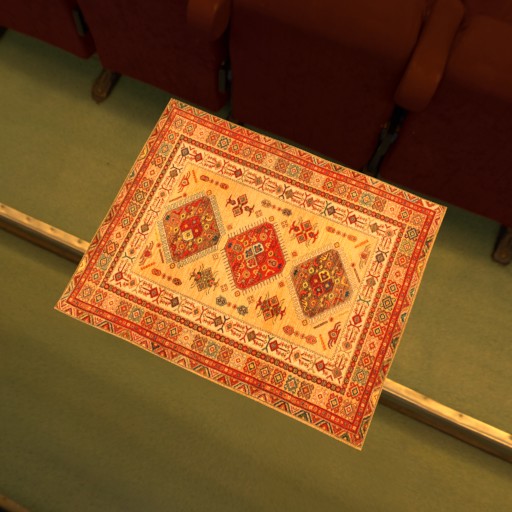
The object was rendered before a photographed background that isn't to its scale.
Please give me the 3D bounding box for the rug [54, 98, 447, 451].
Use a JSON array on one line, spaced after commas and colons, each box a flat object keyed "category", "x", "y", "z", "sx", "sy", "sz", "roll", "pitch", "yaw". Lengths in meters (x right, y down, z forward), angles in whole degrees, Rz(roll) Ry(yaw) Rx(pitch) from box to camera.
[{"category": "rug", "x": 0.000, "y": 0.000, "z": 4.271, "sx": 3.067, "sy": 0.005, "sz": 2.460, "roll": 23, "pitch": 76, "yaw": 6}]
